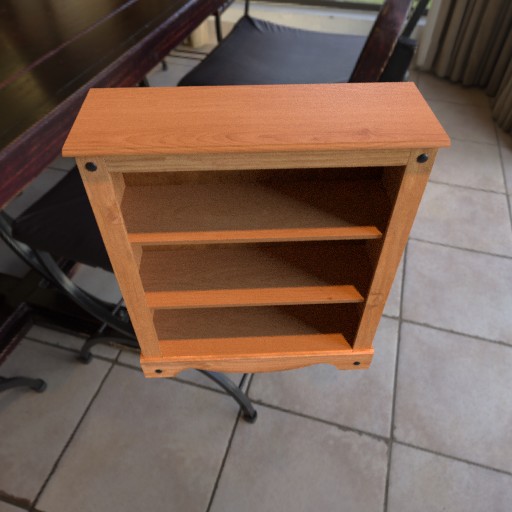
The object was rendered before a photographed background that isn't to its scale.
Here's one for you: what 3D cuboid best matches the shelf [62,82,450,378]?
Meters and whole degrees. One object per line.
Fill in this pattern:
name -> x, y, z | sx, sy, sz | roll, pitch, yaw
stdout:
shelf -> 0.000, 0.000, 1.405 | 0.840, 0.980, 0.291 | -2, 46, -2
